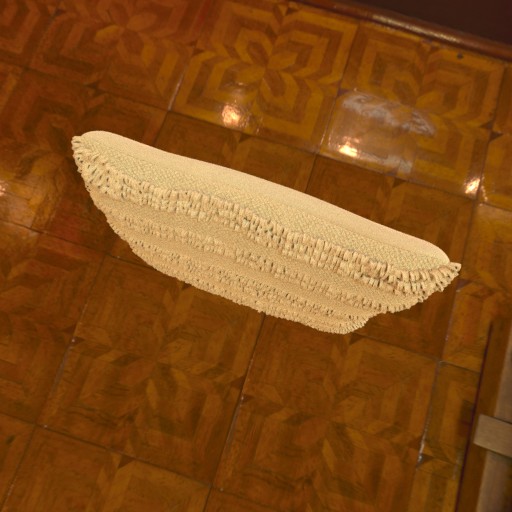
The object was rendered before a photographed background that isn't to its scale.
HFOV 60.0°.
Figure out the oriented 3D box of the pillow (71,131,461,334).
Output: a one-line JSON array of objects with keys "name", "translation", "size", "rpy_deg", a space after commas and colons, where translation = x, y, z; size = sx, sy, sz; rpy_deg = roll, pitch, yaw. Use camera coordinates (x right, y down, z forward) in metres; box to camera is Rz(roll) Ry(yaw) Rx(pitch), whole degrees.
[{"name": "pillow", "translation": [0.000, 0.000, 0.657], "size": [0.437, 0.427, 0.145], "rpy_deg": [19, 77, 5]}]
